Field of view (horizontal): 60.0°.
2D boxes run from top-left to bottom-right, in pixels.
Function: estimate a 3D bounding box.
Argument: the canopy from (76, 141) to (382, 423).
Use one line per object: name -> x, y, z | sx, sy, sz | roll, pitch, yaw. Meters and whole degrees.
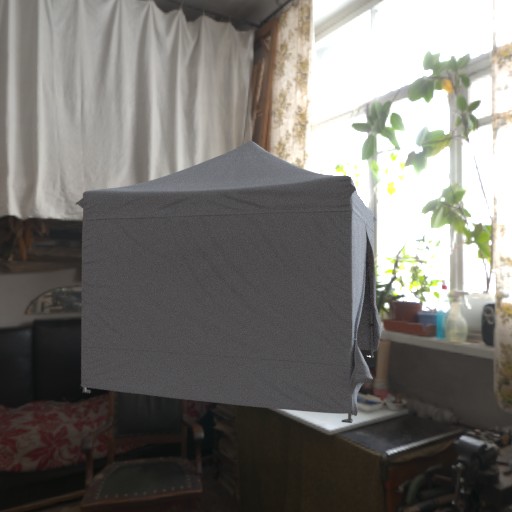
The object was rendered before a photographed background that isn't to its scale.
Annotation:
canopy -> 0.000, 0.000, 5.758 | 3.121, 2.997, 3.043 | 0, -1, 18
